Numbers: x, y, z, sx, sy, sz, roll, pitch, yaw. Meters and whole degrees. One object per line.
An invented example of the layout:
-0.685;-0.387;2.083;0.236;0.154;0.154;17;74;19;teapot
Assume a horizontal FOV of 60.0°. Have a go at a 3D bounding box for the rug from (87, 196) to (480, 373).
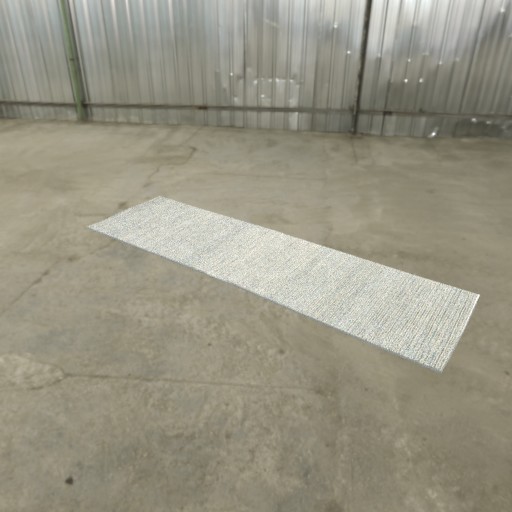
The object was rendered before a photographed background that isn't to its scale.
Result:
0.000;0.000;2.616;2.341;0.037;0.675;19;34;31;rug
